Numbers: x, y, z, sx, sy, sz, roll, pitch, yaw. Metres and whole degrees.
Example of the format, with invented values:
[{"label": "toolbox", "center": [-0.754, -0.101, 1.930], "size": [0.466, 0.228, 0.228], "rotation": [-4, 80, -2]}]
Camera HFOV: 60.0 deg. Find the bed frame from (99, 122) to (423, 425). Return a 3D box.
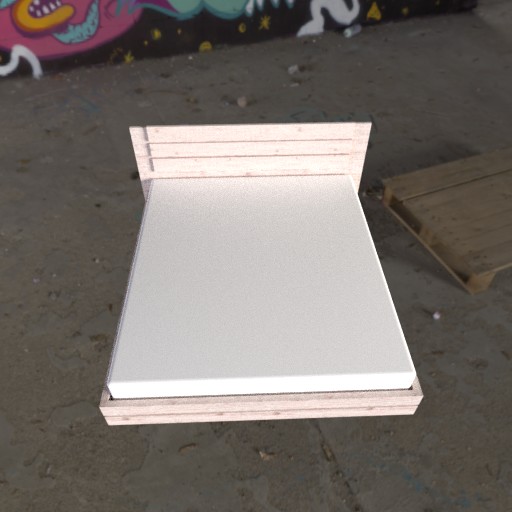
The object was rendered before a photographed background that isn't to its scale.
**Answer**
[{"label": "bed frame", "center": [0.000, 0.000, 3.176], "size": [1.950, 0.970, 2.080], "rotation": [-2, 45, -2]}]
